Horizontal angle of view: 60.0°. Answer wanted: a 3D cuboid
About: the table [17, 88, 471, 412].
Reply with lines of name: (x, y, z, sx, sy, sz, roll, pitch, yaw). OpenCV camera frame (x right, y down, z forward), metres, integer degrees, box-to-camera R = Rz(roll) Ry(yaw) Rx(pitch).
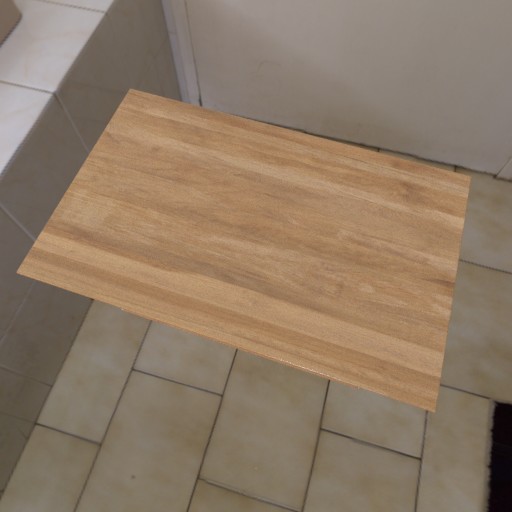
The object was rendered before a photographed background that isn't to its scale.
table: (0.000, 0.000, 1.432, 1.100, 0.441, 0.692, 17, 66, 8)
